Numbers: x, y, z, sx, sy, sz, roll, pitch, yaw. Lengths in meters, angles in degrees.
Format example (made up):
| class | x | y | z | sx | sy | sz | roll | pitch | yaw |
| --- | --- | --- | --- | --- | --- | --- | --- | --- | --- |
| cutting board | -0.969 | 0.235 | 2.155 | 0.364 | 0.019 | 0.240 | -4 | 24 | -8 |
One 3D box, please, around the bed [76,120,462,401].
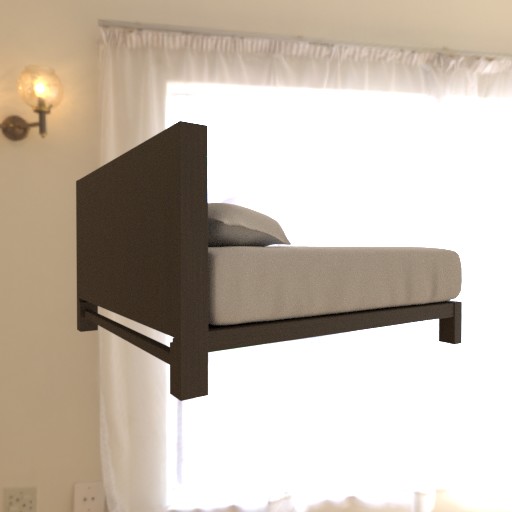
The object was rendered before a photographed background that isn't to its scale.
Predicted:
| class | x | y | z | sx | sy | sz | roll | pitch | yaw |
| --- | --- | --- | --- | --- | --- | --- | --- | --- | --- |
| bed | 0.000 | 0.000 | 3.494 | 2.238 | 1.261 | 2.143 | -1 | 1 | -34 |
